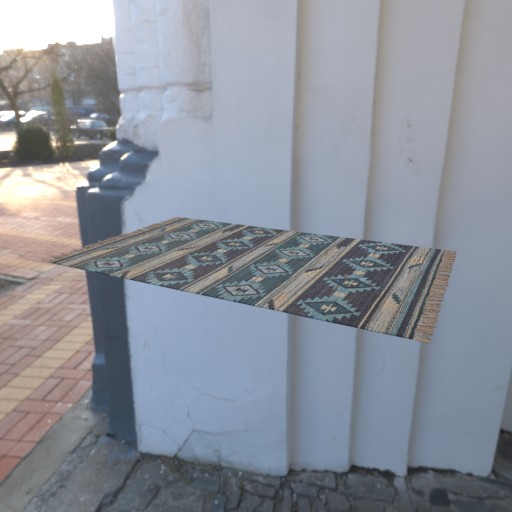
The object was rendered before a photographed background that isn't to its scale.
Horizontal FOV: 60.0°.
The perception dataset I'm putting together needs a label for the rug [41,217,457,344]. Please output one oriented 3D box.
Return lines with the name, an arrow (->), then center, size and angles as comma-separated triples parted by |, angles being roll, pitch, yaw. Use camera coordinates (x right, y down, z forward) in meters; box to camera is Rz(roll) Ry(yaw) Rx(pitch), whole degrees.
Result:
rug -> 0.000, 0.000, 2.399 | 1.936, 0.028, 1.181 | 9, 20, 26
